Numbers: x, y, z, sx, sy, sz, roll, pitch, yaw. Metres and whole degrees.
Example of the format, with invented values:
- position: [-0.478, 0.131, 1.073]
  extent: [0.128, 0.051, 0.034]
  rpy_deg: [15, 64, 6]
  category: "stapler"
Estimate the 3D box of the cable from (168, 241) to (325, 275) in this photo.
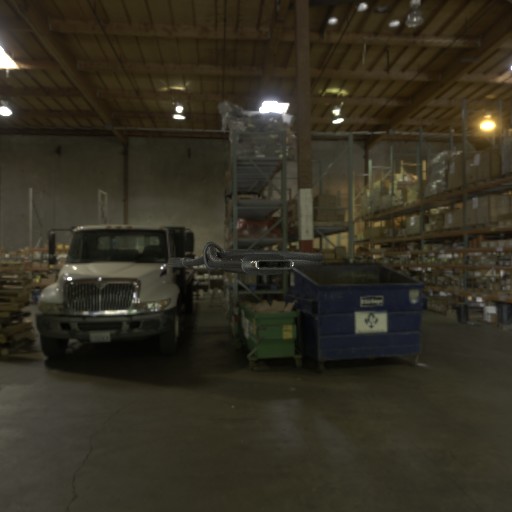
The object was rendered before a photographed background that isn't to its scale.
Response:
- position: [0.000, 0.000, 0.228]
  extent: [0.070, 0.014, 0.203]
  rpy_deg: [0, -1, -18]
  category: "cable"
